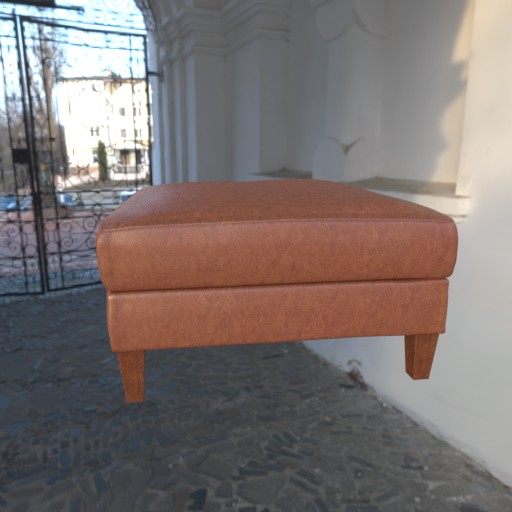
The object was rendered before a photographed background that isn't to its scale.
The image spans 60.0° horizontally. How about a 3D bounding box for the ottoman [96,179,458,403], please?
[{"bbox_3d":[0.000,0.000,1.472,0.836,0.472,0.987,-2,14,-8],"label":"ottoman"}]
